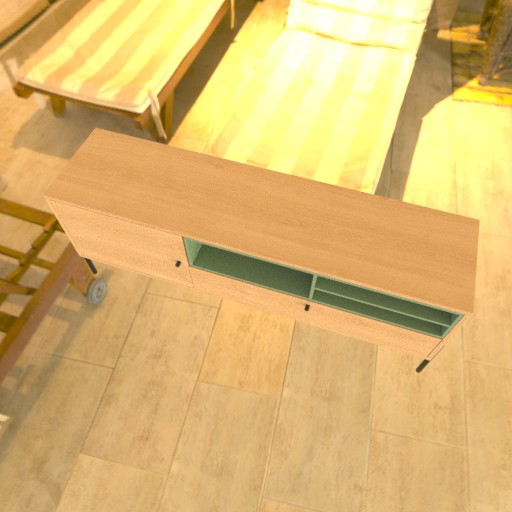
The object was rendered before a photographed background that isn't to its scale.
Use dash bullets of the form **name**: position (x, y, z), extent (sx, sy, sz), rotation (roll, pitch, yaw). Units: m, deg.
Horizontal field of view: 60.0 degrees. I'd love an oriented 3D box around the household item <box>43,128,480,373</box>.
- **household item**: position (0.000, 0.000, 1.816), extent (1.550, 0.600, 0.400), rotation (15, 58, 10)
